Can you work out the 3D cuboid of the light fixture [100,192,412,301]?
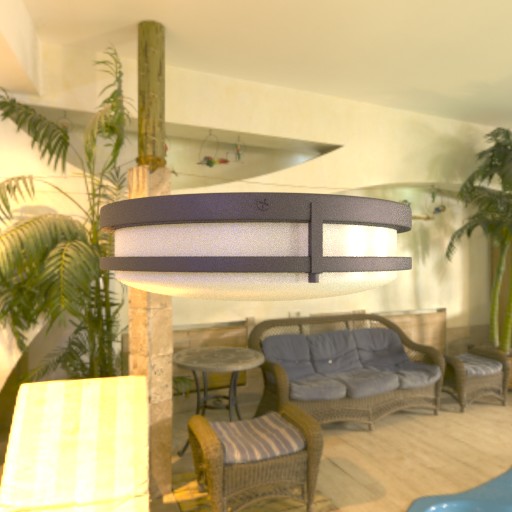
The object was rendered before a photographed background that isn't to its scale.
[{"bbox_3d":[0.000,0.000,0.533,0.356,0.102,0.356,0,0,0],"label":"light fixture"}]
